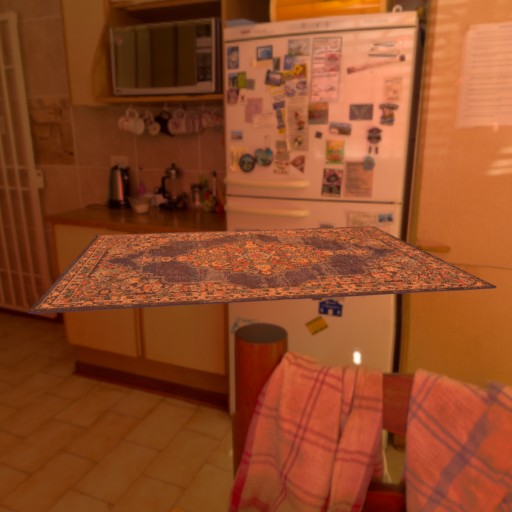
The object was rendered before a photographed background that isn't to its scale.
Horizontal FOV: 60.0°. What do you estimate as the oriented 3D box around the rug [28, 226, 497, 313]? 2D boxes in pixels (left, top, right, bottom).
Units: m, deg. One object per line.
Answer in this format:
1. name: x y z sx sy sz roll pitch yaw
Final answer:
1. rug: 0.000 0.000 3.692 2.940 0.011 2.053 -2 15 -8
